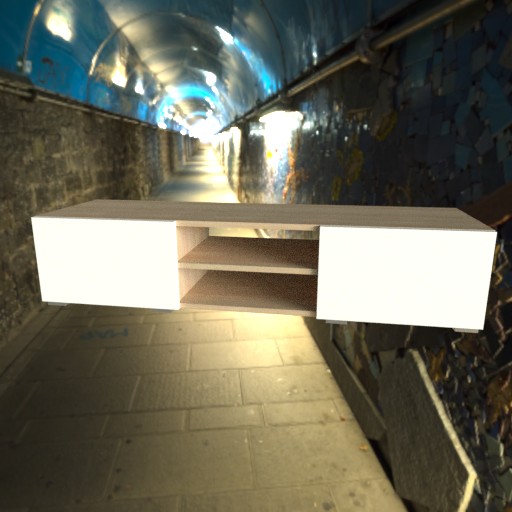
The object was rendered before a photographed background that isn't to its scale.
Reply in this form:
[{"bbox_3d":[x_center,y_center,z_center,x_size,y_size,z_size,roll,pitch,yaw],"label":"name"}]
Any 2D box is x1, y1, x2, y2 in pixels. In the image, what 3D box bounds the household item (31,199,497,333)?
[{"bbox_3d":[0.000,0.000,1.555,1.400,0.310,0.420,2,15,9],"label":"household item"}]
